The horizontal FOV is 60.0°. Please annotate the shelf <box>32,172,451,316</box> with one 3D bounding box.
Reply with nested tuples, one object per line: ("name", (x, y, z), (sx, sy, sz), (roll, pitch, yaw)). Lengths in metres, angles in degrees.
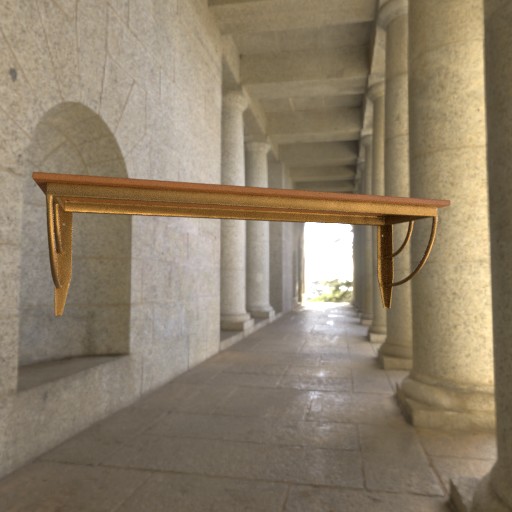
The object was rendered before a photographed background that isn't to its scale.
("shelf", (0.000, 0.000, 0.720), (0.636, 0.190, 0.166), (1, -3, -18))
